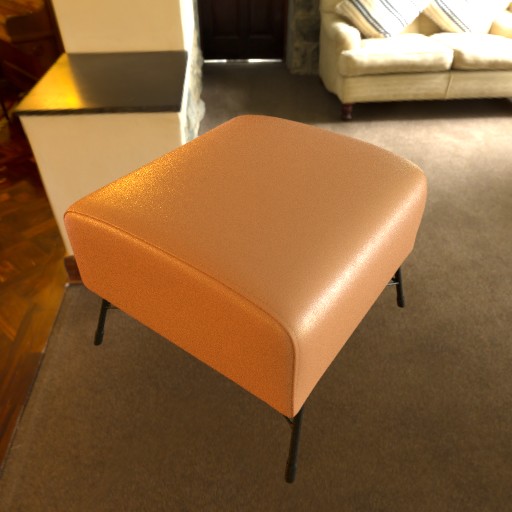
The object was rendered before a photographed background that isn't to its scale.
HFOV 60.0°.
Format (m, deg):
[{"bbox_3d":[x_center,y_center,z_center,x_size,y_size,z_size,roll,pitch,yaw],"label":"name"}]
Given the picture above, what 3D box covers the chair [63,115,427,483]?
[{"bbox_3d":[0.000,0.000,0.914,0.530,0.410,0.530,25,46,27],"label":"chair"}]
